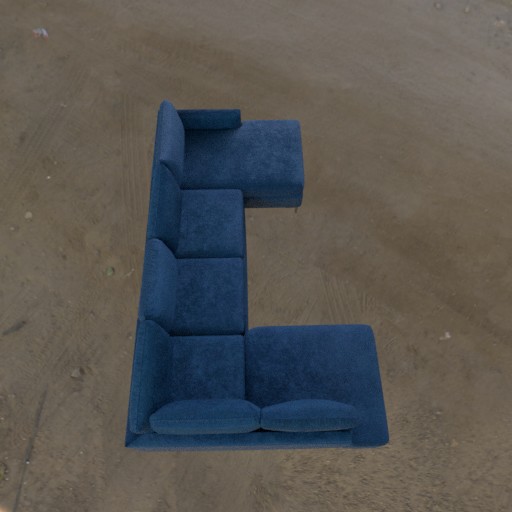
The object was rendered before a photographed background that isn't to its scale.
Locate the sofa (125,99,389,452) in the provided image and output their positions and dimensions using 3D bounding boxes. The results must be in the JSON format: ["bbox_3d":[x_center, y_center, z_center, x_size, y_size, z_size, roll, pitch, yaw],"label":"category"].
[{"bbox_3d":[0.000,0.000,4.277,2.055,0.992,3.434,-1,63,-1],"label":"sofa"}]
